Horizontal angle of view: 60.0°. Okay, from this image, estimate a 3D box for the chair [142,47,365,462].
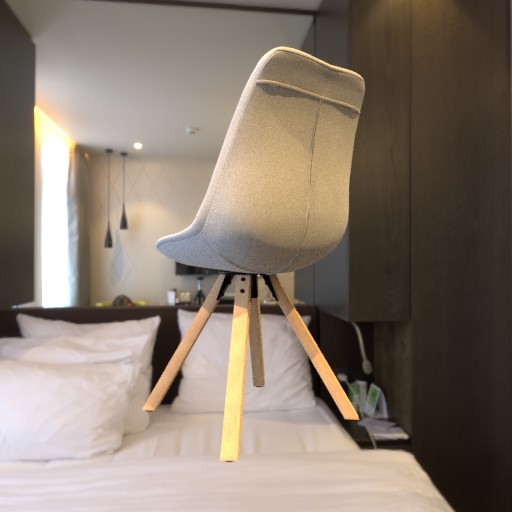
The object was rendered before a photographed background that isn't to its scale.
[{"bbox_3d":[0.000,0.000,1.189,0.474,0.863,0.549,0,-1,-37],"label":"chair"}]
